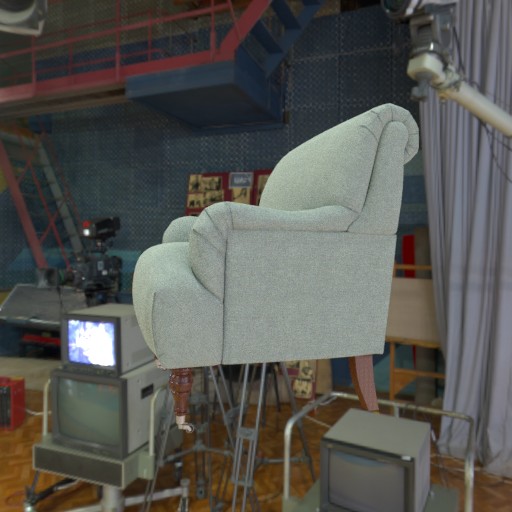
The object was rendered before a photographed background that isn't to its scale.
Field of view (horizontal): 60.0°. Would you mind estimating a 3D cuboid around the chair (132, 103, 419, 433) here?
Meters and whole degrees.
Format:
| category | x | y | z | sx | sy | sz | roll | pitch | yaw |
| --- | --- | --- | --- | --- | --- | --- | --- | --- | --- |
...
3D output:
| category | x | y | z | sx | sy | sz | roll | pitch | yaw |
| --- | --- | --- | --- | --- | --- | --- | --- | --- | --- |
| chair | 0.000 | 0.000 | 1.975 | 1.060 | 1.178 | 0.964 | 0 | 2 | -18 |
